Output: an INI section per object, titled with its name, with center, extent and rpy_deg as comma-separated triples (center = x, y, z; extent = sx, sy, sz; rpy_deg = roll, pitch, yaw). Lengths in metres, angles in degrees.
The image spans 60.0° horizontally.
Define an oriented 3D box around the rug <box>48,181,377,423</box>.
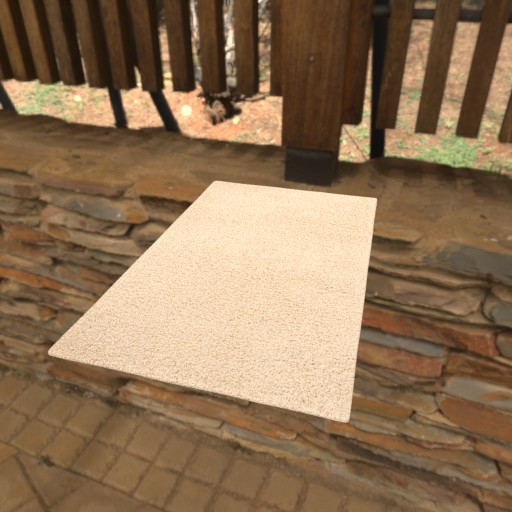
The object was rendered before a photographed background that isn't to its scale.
[rug]
center = 0.000, 0.000, 3.080
extent = 1.524, 0.030, 2.438
rpy_deg = 8, 32, 14
